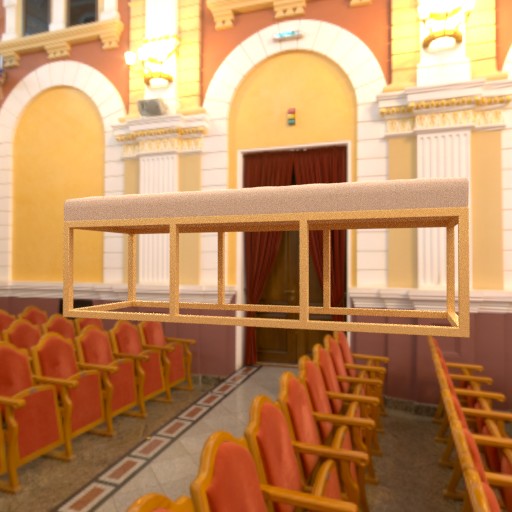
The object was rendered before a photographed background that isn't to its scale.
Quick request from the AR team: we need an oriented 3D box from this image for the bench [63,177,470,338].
[{"bbox_3d":[0.000,0.000,1.742,1.473,0.484,0.457,0,-1,19],"label":"bench"}]
